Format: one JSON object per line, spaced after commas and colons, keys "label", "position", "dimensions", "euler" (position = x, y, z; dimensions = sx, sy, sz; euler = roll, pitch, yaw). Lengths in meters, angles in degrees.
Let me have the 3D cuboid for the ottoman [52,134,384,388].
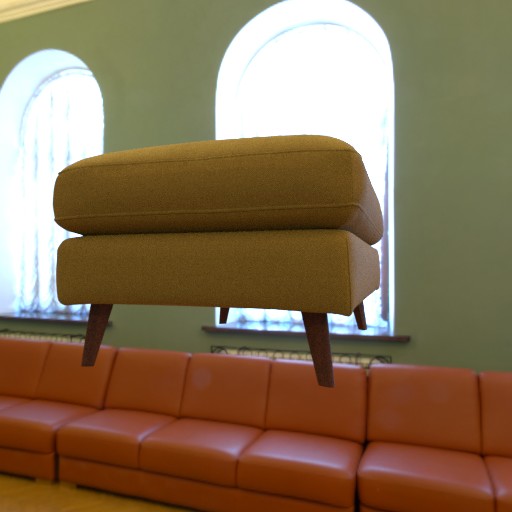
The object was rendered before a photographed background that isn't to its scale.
{"label": "ottoman", "position": [0.000, 0.000, 1.137], "dimensions": [0.608, 0.449, 0.811], "euler": [0, -1, 18]}
